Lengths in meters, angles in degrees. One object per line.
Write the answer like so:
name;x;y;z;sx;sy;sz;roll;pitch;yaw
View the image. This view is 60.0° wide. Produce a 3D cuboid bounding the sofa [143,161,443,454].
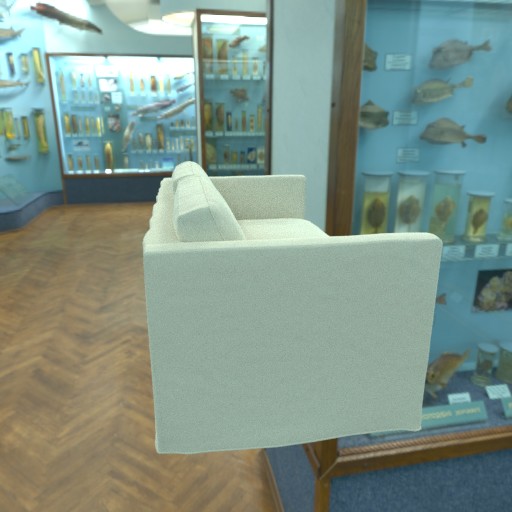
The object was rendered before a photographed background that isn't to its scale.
sofa;0.000;0.000;2.219;0.962;0.834;1.746;-3;17;-9
